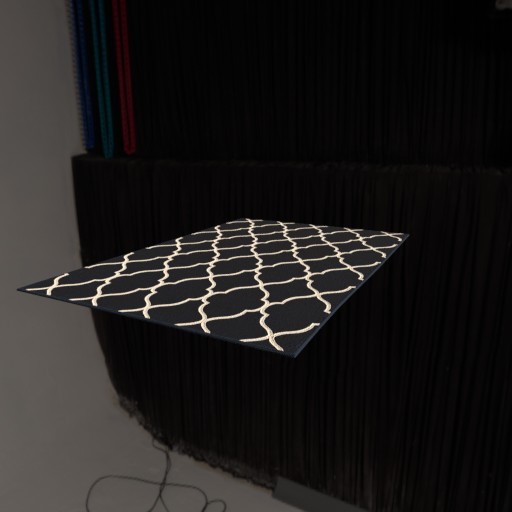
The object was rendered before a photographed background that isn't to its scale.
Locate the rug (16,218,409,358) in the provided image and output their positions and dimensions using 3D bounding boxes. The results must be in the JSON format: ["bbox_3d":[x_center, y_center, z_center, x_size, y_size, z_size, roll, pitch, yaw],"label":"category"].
[{"bbox_3d":[0.000,0.000,2.861,1.528,0.014,2.294,8,17,27],"label":"rug"}]
